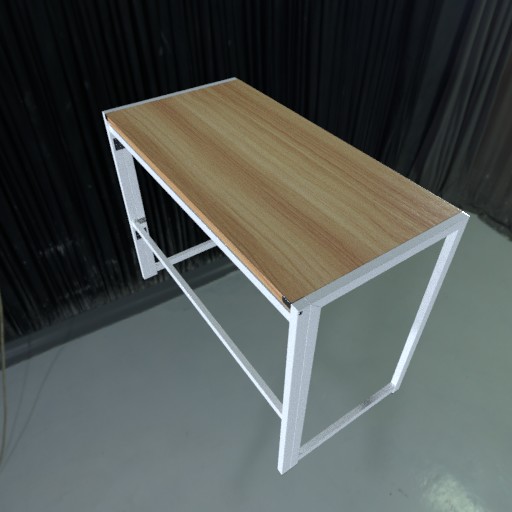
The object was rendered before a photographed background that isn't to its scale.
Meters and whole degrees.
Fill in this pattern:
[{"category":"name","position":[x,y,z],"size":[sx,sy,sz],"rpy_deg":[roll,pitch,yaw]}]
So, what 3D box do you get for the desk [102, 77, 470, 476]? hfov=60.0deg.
[{"category":"desk","position":[0.000,0.000,1.484],"size":[0.508,0.762,1.016],"rpy_deg":[-25,48,-25]}]
